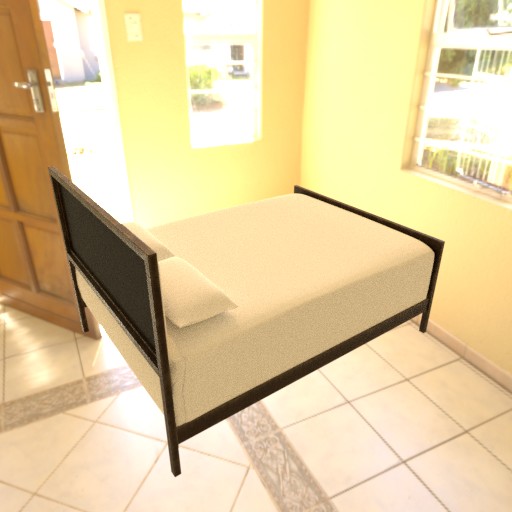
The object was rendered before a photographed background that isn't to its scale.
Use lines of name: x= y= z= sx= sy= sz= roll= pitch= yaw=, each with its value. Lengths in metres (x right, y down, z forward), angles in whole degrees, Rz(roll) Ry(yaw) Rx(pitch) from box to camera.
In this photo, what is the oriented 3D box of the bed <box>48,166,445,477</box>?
bed: x=0.000 y=0.000 z=3.210 sx=2.221 sy=1.313 sz=1.607 roll=-18 pitch=32 yaw=-32
